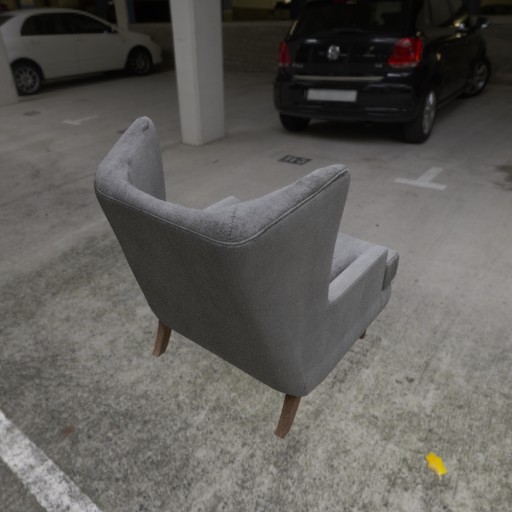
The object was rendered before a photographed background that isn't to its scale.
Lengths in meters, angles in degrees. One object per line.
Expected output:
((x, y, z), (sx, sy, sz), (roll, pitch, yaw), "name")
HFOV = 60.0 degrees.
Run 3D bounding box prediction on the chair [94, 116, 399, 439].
((0.000, 0.000, 1.632), (0.784, 0.950, 0.906), (22, 38, 31), "chair")
